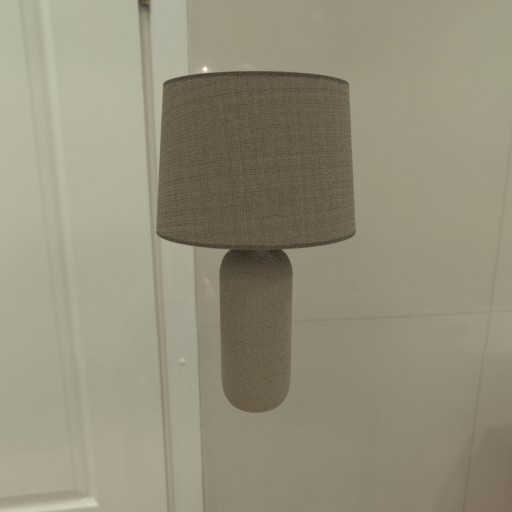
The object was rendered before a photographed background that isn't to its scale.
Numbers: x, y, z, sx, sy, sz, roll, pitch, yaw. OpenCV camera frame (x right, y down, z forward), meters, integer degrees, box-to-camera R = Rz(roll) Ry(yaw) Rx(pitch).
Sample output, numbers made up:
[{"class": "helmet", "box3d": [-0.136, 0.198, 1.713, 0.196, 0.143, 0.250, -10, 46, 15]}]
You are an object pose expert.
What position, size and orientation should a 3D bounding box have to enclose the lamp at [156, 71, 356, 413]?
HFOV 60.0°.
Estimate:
[{"class": "lamp", "box3d": [0.000, 0.000, 0.846, 0.367, 0.609, 0.367, 0, 13, 0]}]
